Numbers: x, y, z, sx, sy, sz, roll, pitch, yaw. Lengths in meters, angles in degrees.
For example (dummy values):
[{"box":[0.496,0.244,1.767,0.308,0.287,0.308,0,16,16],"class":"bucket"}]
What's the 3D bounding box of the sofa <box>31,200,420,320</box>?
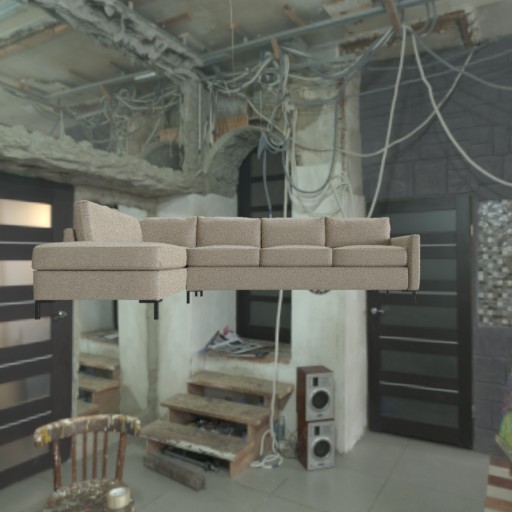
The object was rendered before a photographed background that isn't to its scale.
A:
[{"box":[0.000,0.000,3.155,2.423,0.703,1.617,0,-1,0],"class":"sofa"}]
